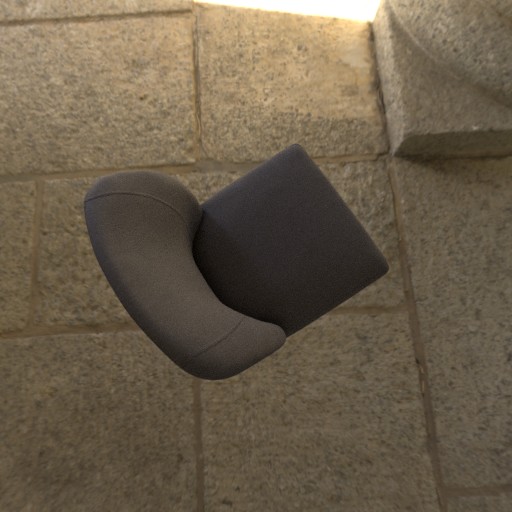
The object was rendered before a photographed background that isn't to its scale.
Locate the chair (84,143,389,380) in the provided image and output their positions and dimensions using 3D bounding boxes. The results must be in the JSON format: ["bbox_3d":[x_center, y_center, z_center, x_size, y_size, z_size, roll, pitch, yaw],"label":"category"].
[{"bbox_3d":[0.000,0.000,1.252,0.619,0.879,0.506,-32,78,-8],"label":"chair"}]
